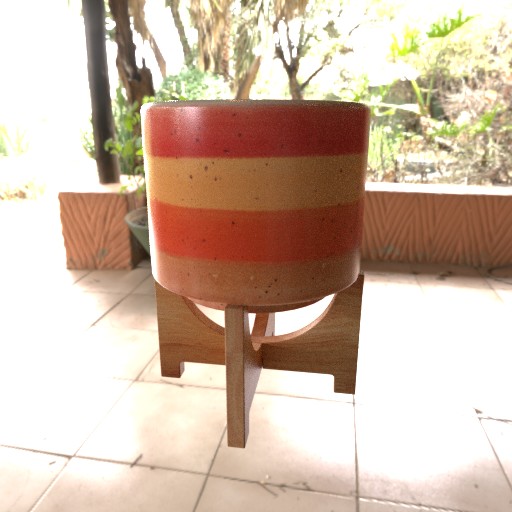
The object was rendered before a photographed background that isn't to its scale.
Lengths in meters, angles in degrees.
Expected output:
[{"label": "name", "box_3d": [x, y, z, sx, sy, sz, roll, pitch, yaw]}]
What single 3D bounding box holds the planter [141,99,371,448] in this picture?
[{"label": "planter", "box_3d": [0.000, 0.000, 0.415, 0.199, 0.268, 0.199, 0, 17, 0]}]
